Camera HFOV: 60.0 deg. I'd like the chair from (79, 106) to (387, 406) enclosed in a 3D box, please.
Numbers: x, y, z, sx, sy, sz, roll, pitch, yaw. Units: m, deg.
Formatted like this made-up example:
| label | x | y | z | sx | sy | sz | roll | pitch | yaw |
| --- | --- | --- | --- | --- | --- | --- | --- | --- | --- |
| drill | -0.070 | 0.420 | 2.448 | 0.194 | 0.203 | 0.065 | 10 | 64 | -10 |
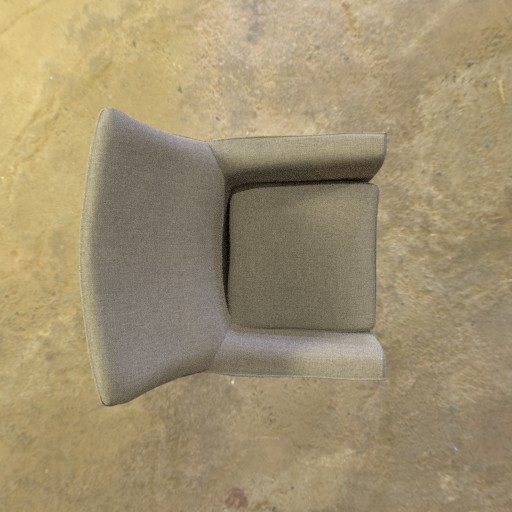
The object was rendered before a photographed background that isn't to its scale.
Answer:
| label | x | y | z | sx | sy | sz | roll | pitch | yaw |
| --- | --- | --- | --- | --- | --- | --- | --- | --- | --- |
| chair | 0.000 | 0.000 | 1.751 | 0.993 | 1.047 | 0.887 | 0 | 91 | 0 |
